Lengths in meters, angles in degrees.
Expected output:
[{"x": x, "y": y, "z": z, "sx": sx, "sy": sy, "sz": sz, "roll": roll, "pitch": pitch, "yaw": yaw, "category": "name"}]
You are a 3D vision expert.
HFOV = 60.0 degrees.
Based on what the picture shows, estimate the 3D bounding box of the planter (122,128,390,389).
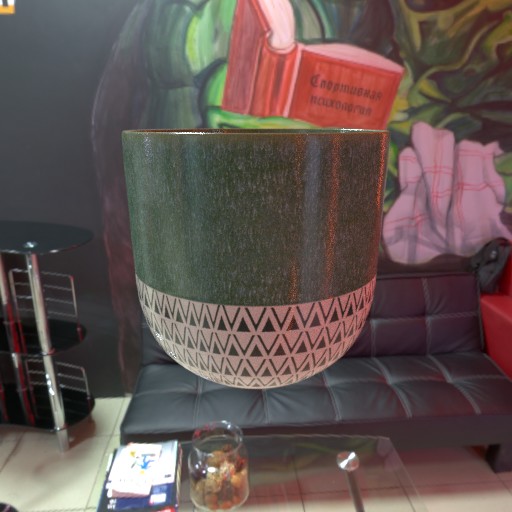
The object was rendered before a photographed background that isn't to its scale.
[{"x": 0.000, "y": 0.000, "z": 0.494, "sx": 0.266, "sy": 0.270, "sz": 0.266, "roll": 0, "pitch": 17, "yaw": 0, "category": "planter"}]
